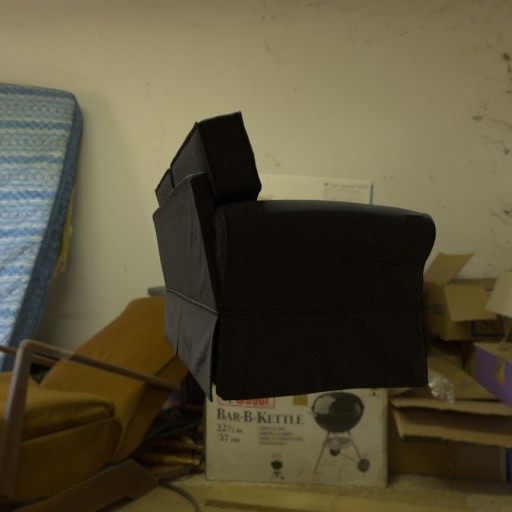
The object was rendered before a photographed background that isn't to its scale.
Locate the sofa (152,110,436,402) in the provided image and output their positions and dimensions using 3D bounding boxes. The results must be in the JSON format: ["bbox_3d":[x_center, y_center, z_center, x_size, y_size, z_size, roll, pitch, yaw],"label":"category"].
[{"bbox_3d":[0.000,0.000,2.422,0.997,1.059,1.801,0,0,-18],"label":"sofa"}]
